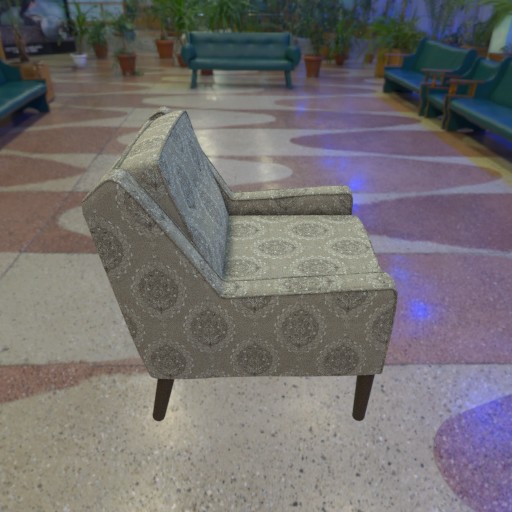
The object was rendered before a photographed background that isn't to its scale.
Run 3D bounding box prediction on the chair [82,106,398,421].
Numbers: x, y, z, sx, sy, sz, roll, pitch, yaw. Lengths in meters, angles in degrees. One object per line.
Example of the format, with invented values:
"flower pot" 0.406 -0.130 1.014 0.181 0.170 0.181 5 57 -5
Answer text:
"chair" 0.000 0.000 1.385 0.750 0.797 0.665 0 31 0
